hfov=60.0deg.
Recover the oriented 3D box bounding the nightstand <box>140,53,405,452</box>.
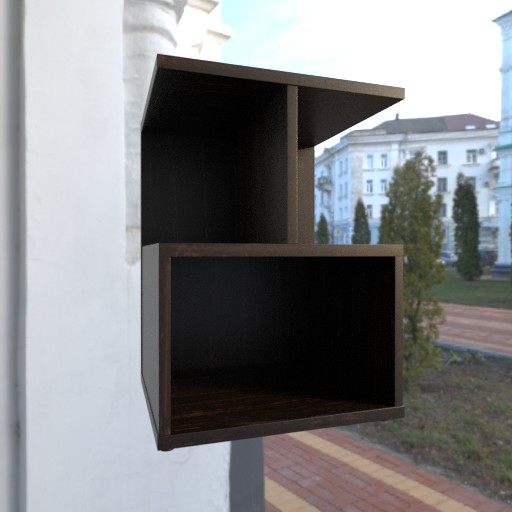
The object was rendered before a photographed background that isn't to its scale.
[{"bbox_3d":[0.000,0.000,0.836,0.400,0.559,0.356,0,0,-18],"label":"nightstand"}]
